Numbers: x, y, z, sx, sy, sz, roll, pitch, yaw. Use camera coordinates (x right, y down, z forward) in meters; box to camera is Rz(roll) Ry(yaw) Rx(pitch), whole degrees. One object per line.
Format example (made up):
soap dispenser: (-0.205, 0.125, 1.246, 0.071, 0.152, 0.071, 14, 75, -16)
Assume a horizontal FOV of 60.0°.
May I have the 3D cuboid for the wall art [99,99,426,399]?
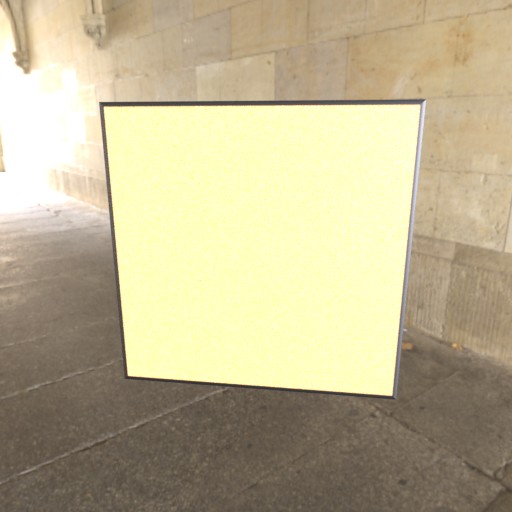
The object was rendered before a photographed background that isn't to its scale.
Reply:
wall art: (0.000, 0.000, 1.160, 0.769, 0.766, 0.042, 2, 16, 7)
